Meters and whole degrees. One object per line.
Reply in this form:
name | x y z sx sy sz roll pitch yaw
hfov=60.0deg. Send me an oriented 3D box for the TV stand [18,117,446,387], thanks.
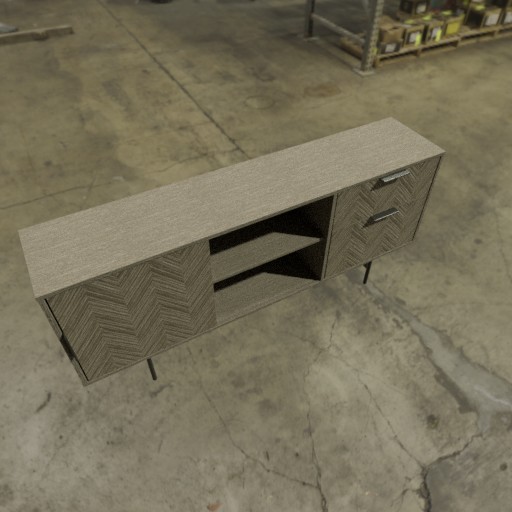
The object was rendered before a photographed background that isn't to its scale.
TV stand | 0.000 0.000 2.110 1.804 0.787 0.405 -21 49 -20
